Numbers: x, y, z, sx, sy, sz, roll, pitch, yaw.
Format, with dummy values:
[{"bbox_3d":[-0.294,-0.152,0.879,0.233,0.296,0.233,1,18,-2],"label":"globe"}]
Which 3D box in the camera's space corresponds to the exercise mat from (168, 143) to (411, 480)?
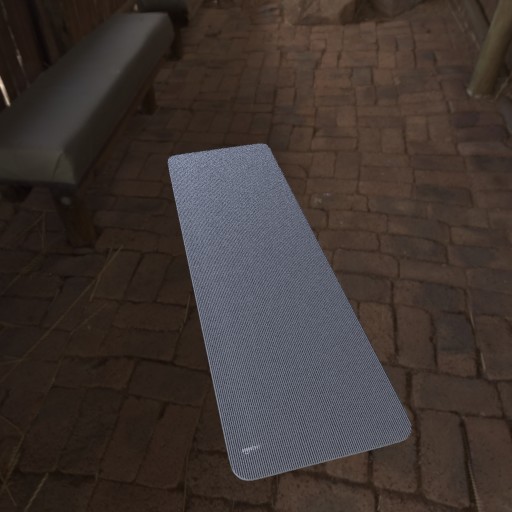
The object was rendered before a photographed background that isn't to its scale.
[{"bbox_3d":[0.000,0.000,2.046,0.616,0.021,1.884,-10,46,-10],"label":"exercise mat"}]
